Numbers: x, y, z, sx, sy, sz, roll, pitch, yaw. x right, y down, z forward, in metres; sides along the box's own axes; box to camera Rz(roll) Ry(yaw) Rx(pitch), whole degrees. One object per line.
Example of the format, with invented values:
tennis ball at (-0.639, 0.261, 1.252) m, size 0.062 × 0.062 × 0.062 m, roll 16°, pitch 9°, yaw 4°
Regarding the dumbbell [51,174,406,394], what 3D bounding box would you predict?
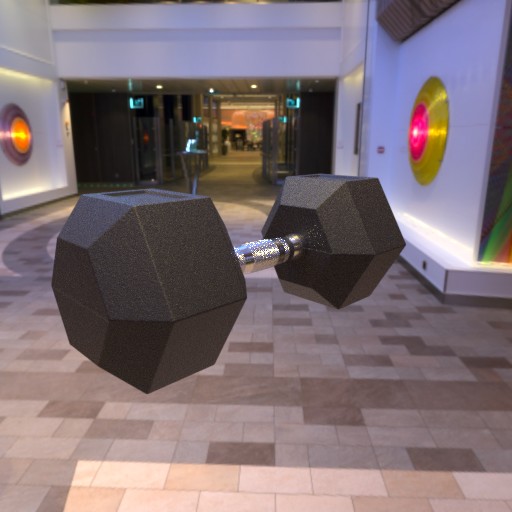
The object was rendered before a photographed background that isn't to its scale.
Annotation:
dumbbell at (0.000, 0.000, 0.469) m, size 0.384 × 0.150 × 0.173 m, roll -14°, pitch 20°, yaw -43°
